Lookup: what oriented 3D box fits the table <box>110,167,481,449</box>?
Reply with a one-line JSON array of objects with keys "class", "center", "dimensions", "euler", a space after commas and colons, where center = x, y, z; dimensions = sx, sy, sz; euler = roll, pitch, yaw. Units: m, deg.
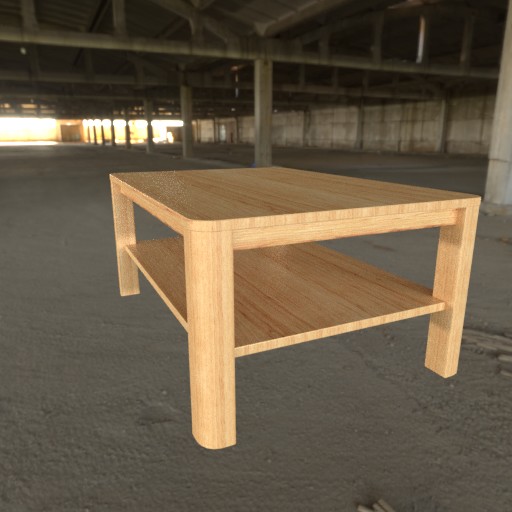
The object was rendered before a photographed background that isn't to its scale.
[{"class": "table", "center": [0.000, 0.000, 1.351], "dimensions": [0.696, 0.445, 0.997], "euler": [-7, 17, -24]}]
